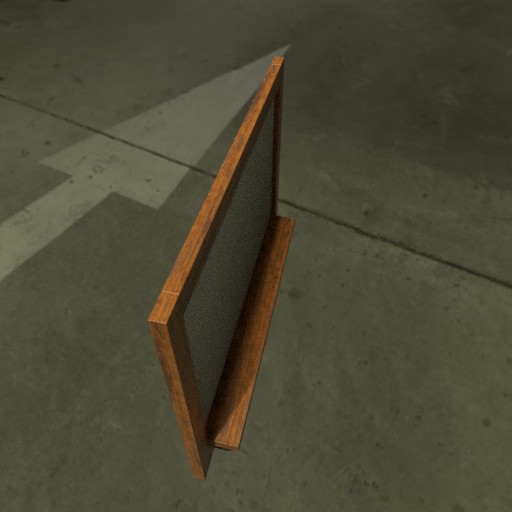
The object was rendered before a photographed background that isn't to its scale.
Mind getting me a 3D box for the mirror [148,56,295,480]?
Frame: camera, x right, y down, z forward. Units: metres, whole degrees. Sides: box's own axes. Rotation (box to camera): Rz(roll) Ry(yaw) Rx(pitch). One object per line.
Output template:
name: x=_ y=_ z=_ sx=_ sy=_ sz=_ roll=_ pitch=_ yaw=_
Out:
mirror: x=0.000 y=0.000 z=0.948 sx=0.084 sy=0.537 sz=0.758 roll=9 pitch=47 yaw=9
